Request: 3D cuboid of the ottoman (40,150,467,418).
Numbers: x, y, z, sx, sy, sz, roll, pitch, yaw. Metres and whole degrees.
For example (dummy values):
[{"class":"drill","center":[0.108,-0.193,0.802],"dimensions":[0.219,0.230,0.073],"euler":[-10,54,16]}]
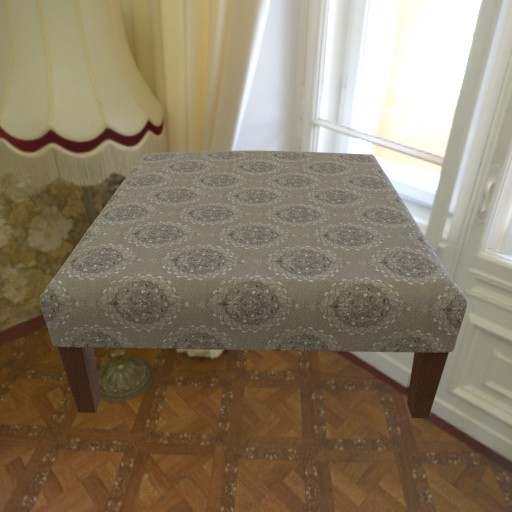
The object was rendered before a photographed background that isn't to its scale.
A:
[{"class":"ottoman","center":[0.000,0.000,1.365],"dimensions":[0.890,0.411,0.889],"euler":[1,32,1]}]
